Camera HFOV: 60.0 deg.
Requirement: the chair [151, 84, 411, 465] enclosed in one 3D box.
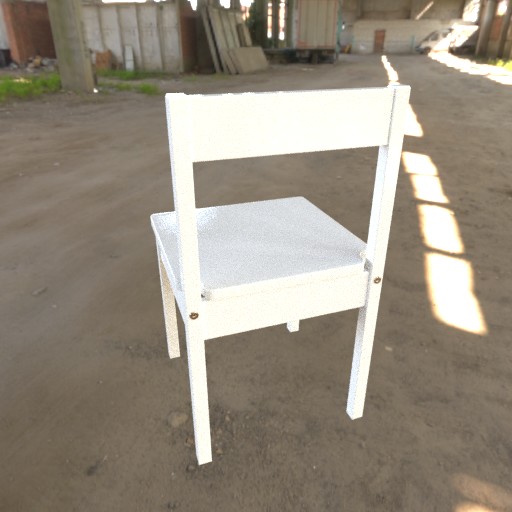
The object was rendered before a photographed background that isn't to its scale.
[{"bbox_3d":[0.000,0.000,0.896,0.367,0.668,0.361,-9,28,-17],"label":"chair"}]
